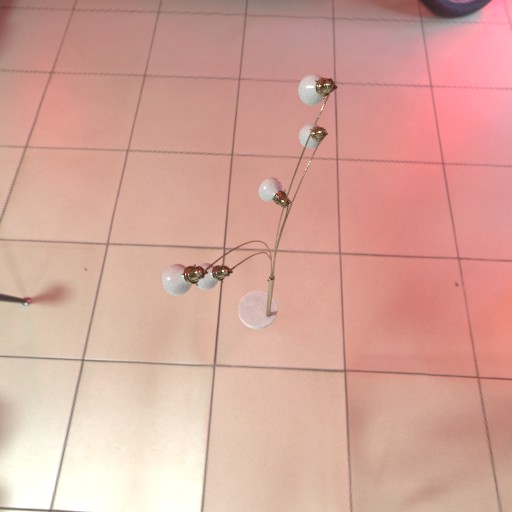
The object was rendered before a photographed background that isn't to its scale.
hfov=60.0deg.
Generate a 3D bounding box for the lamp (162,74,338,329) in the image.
[{"bbox_3d":[0.000,0.000,3.008,0.361,2.423,1.405,33,69,15],"label":"lamp"}]
